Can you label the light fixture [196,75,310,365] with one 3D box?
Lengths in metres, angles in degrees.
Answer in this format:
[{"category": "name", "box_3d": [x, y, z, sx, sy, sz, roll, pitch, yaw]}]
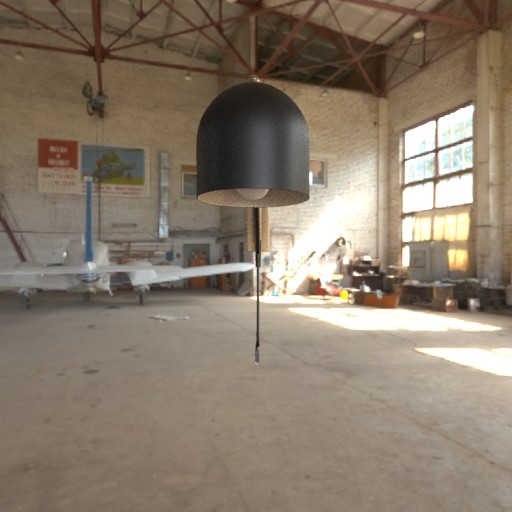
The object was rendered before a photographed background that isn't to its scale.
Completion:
[{"category": "light fixture", "box_3d": [0.000, 0.000, 1.093, 0.215, 0.696, 0.720, 0, 0, 1]}]
